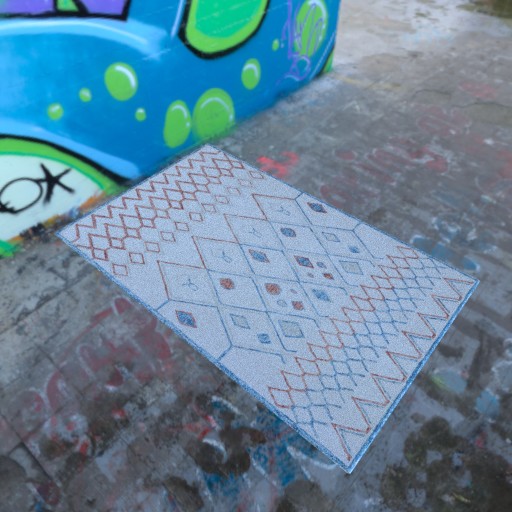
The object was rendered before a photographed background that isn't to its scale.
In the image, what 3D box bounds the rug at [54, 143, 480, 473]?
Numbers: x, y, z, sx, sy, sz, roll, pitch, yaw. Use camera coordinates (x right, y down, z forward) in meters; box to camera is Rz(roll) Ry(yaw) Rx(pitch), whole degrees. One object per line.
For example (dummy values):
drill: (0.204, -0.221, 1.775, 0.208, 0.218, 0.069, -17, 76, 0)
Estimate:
rug: (0.000, 0.000, 2.963, 2.438, 0.015, 1.524, 32, 54, 27)
